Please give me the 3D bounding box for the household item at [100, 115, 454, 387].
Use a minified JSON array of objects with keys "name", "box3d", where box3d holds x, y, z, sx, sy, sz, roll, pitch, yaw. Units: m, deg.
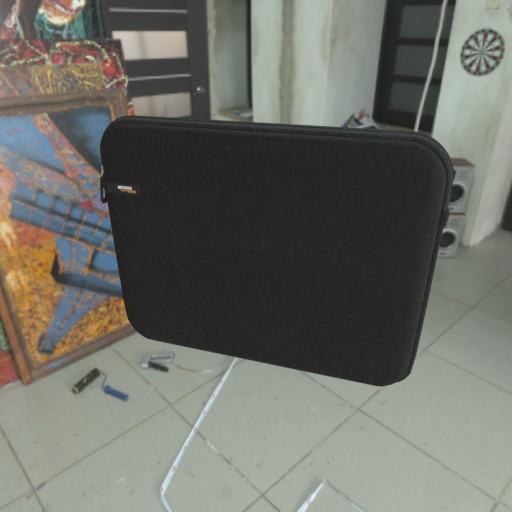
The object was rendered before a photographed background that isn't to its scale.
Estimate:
[{"name":"household item","box3d":[0.000,0.000,0.521,0.396,0.305,0.030,8,28,15]}]
